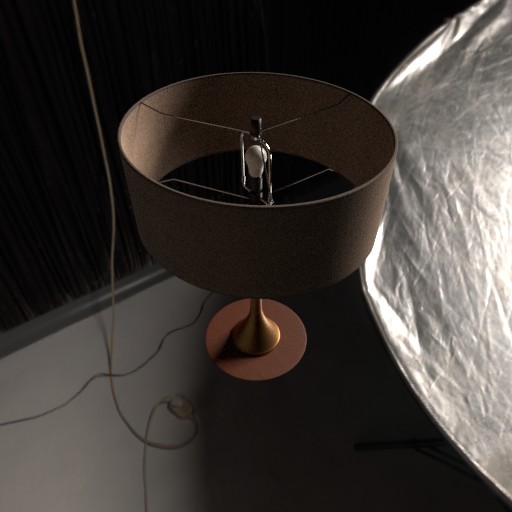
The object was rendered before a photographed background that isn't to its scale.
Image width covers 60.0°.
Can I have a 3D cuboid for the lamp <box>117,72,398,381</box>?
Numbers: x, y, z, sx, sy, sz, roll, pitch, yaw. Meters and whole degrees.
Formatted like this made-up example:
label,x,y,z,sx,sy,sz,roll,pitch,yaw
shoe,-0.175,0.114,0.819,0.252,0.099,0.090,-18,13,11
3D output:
label,x,y,z,sx,sy,sz,roll,pitch,yaw
lamp,0.000,0.000,0.834,0.396,0.551,0.417,-28,50,-26
